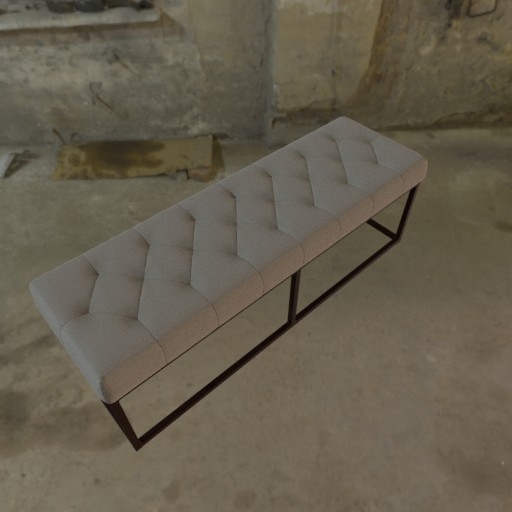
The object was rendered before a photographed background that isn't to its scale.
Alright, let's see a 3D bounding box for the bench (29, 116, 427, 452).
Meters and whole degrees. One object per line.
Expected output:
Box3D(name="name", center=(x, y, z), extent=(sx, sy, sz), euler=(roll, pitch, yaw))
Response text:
Box3D(name="bench", center=(0.000, 0.000, 1.728), extent=(1.488, 0.488, 0.479), euler=(-33, 56, -27))
